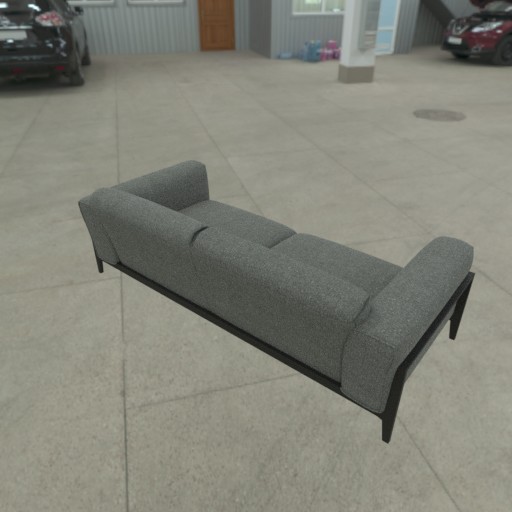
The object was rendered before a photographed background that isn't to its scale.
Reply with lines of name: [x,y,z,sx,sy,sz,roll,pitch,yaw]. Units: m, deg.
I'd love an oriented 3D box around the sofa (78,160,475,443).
sofa: [0.000,0.000,2.563,2.125,0.703,0.985,23,38,33]
